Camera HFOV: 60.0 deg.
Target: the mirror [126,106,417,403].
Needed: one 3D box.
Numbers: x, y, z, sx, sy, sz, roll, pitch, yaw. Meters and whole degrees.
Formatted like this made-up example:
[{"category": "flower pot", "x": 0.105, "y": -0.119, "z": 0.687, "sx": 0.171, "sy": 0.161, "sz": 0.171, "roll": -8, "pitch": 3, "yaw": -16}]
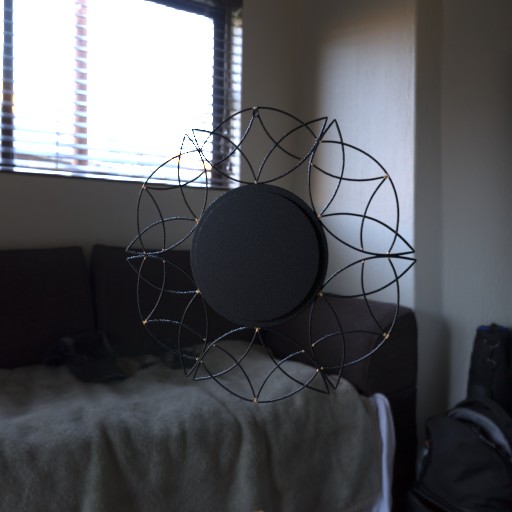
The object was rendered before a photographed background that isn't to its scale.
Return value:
[{"category": "mirror", "x": 0.000, "y": 0.000, "z": 1.167, "sx": 0.797, "sy": 0.775, "sz": 0.028, "roll": 0, "pitch": 2, "yaw": 18}]
